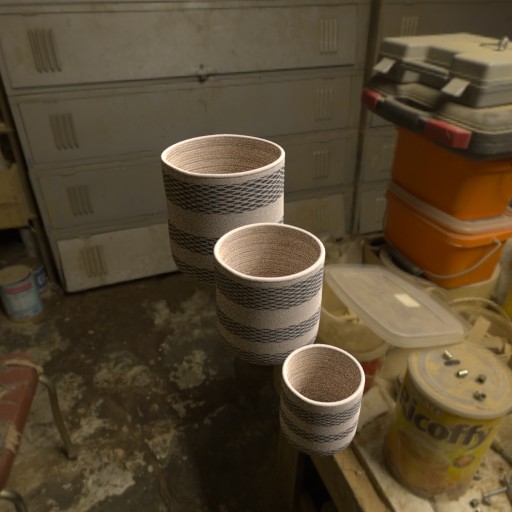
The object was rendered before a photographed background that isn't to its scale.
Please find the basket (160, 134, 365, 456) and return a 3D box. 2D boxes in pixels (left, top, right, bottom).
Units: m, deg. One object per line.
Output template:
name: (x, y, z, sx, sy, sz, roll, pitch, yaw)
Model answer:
basket: (0.000, 0.000, 1.107, 0.351, 0.356, 0.917, -10, 33, -16)
